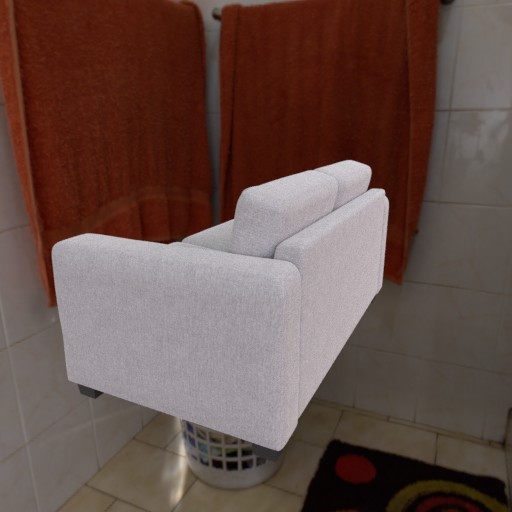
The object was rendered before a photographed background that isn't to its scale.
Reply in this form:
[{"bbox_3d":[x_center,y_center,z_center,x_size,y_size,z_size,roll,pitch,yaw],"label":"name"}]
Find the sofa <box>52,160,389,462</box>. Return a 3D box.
[{"bbox_3d":[0.000,0.000,2.016,0.900,0.800,1.540,8,18,25],"label":"sofa"}]
